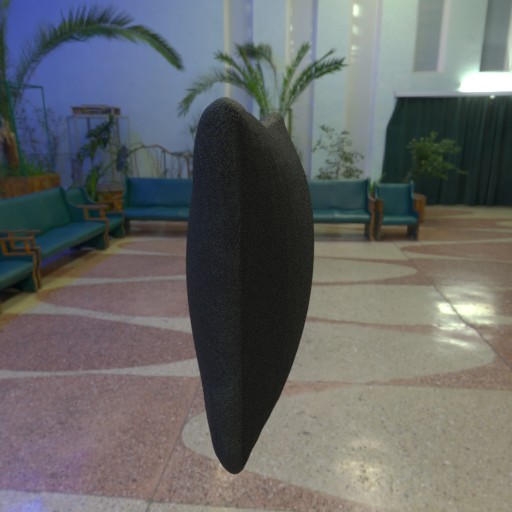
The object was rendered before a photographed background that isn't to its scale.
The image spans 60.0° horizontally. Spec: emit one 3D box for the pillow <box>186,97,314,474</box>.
[{"bbox_3d":[0.000,0.000,0.808,0.210,0.523,0.533,2,16,8],"label":"pillow"}]
